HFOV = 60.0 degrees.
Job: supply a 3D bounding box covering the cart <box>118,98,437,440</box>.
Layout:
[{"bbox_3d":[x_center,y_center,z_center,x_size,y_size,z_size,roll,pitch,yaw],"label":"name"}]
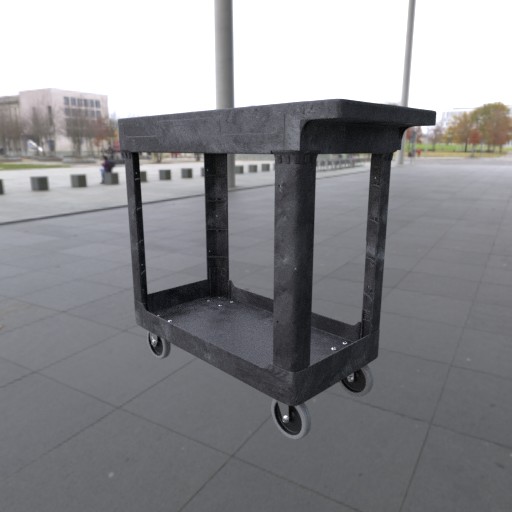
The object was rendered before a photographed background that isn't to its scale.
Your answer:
[{"bbox_3d":[0.000,0.000,1.358,0.420,0.824,0.877,-13,19,-43],"label":"cart"}]
